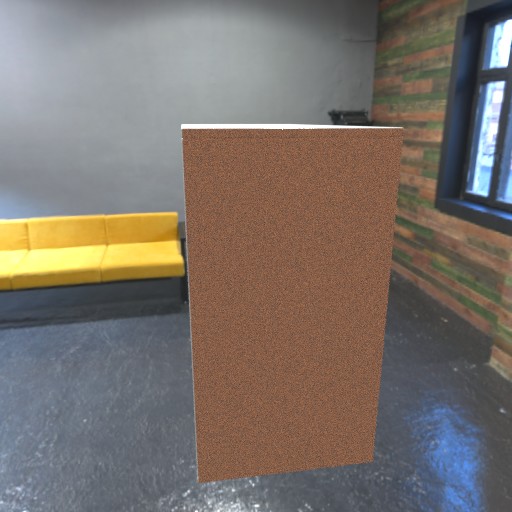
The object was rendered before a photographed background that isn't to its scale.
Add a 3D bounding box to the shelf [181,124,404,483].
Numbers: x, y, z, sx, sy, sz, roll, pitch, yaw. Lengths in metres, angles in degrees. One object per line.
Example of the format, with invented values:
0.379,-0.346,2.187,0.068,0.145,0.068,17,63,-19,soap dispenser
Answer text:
0.000,0.000,1.295,0.396,0.732,0.895,-3,17,-9,shelf
